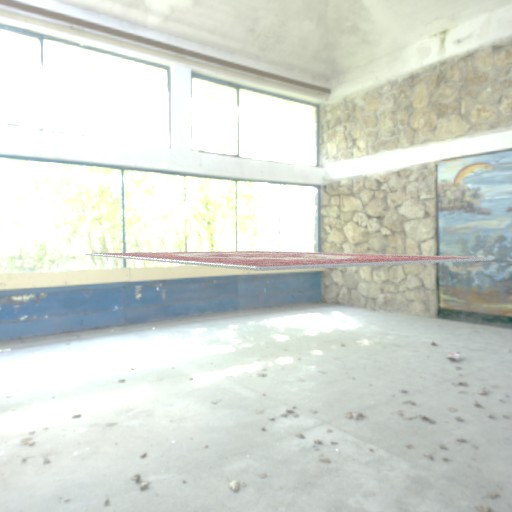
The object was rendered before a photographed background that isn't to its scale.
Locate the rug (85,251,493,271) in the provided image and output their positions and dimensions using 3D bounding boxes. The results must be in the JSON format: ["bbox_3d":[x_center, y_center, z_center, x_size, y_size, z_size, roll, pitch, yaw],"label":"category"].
[{"bbox_3d":[0.000,0.000,2.222,1.217,0.011,1.747,-1,2,-35],"label":"rug"}]
